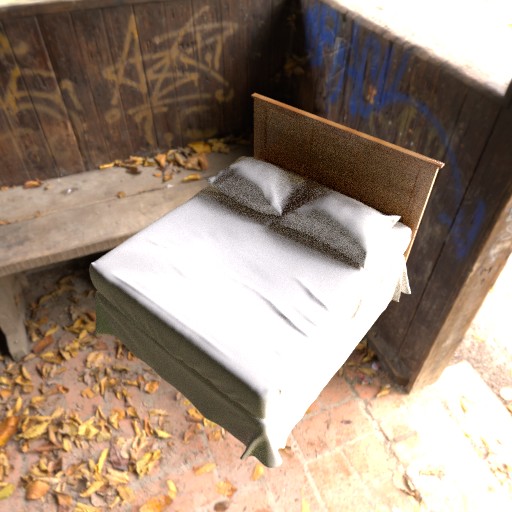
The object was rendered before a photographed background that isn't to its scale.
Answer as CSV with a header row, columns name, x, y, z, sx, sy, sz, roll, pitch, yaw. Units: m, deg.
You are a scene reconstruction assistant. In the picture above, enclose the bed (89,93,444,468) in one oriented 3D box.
name,x,y,z,sx,sy,sz,roll,pitch,yaw
bed,0.000,0.000,3.263,1.870,1.273,2.035,30,53,26
